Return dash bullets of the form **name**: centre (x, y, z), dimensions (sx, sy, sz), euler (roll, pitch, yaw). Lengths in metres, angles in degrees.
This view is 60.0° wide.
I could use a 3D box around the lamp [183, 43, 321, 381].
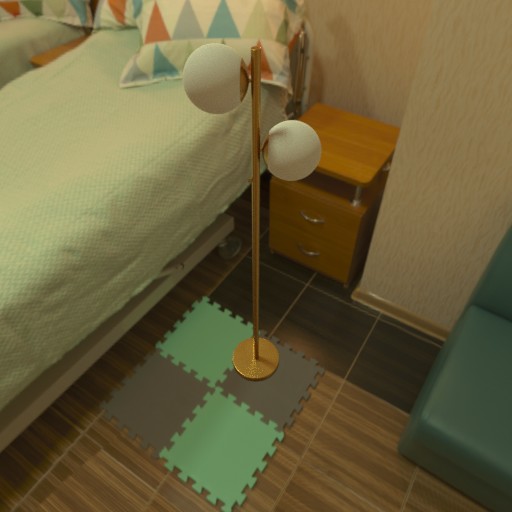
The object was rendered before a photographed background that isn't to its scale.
- **lamp**: centre (0.000, 0.000, 1.793), dimensions (0.419, 1.641, 0.249), euler (3, 46, 3)
